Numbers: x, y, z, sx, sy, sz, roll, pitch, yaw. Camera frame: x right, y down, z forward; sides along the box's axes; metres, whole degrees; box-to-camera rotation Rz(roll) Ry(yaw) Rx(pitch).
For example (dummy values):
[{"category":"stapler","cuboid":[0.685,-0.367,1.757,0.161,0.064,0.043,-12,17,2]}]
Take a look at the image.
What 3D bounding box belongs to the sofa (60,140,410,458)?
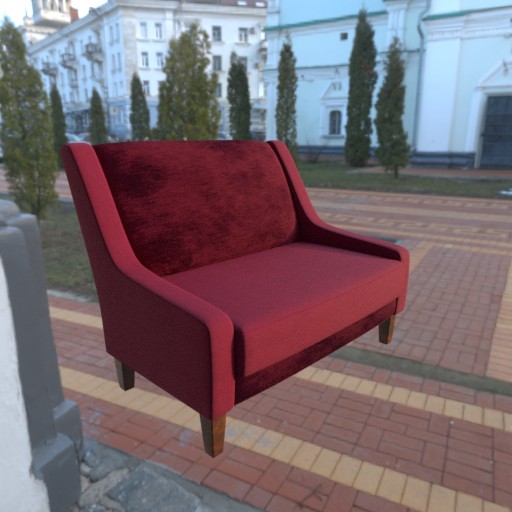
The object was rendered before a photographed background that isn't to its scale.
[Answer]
[{"category":"sofa","cuboid":[0.000,0.000,1.945,0.946,0.976,1.242,15,21,43]}]
